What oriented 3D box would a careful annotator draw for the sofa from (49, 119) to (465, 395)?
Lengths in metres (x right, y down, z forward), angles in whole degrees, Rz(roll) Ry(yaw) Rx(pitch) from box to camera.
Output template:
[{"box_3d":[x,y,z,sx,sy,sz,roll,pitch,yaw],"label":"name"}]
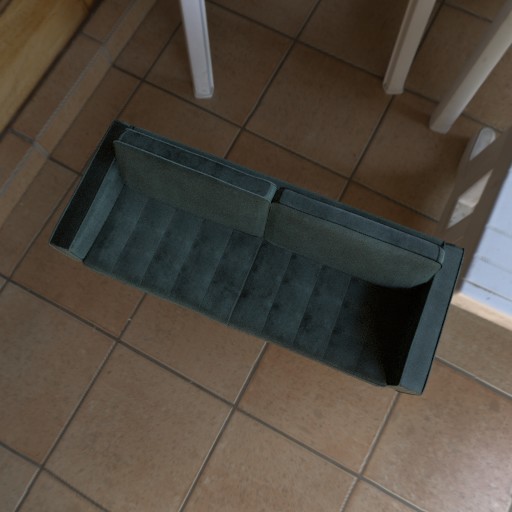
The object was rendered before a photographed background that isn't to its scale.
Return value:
[{"box_3d":[0.000,0.000,2.653,2.214,0.781,0.886,21,77,5],"label":"sofa"}]
